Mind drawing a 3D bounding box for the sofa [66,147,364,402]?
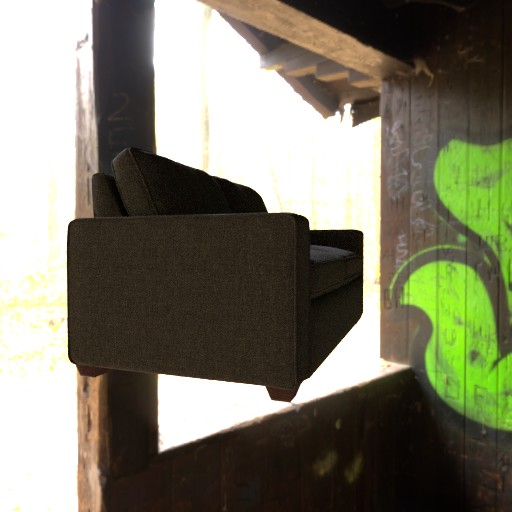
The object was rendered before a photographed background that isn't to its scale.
[{"bbox_3d":[0.000,0.000,2.323,0.947,0.918,1.709,0,1,21],"label":"sofa"}]
